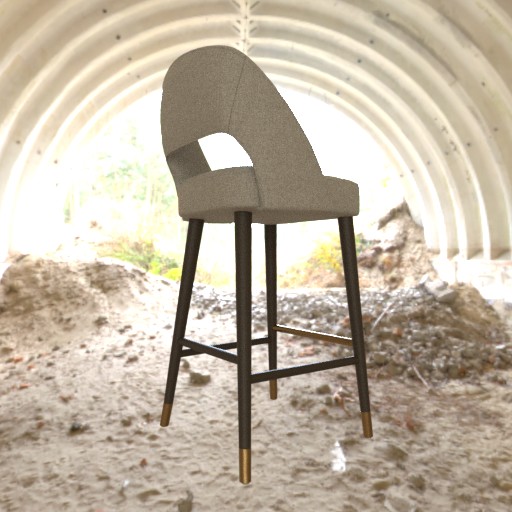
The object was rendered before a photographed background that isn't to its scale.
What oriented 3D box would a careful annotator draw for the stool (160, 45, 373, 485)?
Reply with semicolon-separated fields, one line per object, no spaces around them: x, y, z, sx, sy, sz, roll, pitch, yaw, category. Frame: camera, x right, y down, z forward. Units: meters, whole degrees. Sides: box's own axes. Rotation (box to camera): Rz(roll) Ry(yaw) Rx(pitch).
0.000;0.000;1.298;0.509;1.037;0.494;0;0;-37;stool
